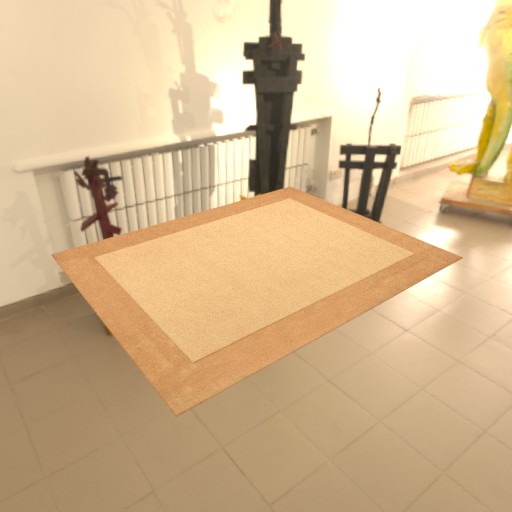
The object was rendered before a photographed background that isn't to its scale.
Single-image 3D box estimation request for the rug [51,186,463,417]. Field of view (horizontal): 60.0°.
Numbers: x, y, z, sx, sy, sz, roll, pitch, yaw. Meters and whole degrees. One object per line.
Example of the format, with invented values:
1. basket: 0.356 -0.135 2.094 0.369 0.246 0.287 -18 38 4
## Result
1. rug: 0.000 0.000 4.197 3.048 0.014 2.438 -21 35 -32
